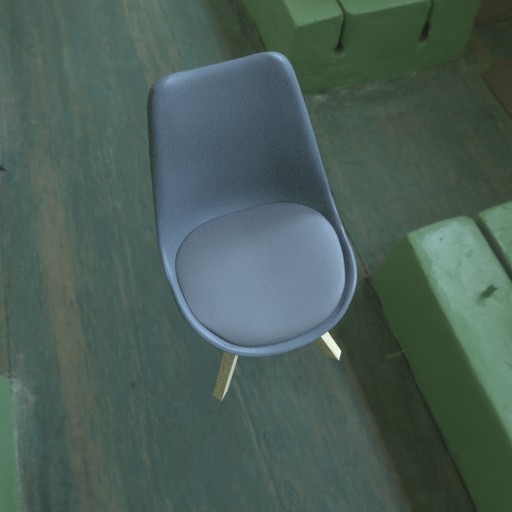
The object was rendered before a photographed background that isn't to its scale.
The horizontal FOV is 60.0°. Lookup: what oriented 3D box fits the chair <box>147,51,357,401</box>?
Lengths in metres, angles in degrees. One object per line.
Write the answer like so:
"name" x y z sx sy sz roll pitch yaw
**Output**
"chair" 0.000 0.000 1.205 0.485 0.850 0.550 -17 65 -8
